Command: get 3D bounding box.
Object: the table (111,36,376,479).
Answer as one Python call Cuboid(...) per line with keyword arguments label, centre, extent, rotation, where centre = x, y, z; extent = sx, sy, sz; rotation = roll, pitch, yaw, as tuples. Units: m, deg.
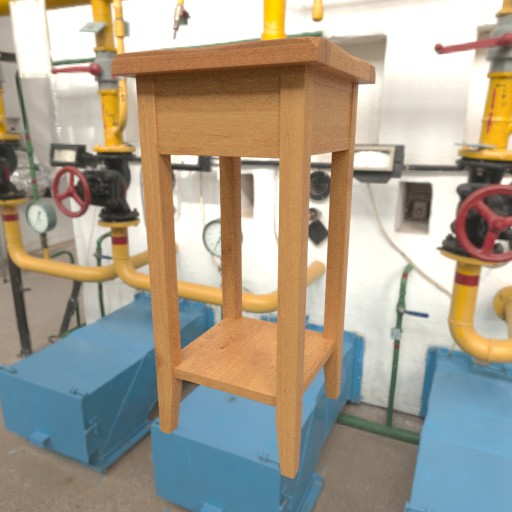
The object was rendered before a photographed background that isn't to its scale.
Cuboid(label="table", centre=(0.000, 0.000, 0.912), extent=(0.360, 0.740, 0.360), rotation=(8, 18, 25))
